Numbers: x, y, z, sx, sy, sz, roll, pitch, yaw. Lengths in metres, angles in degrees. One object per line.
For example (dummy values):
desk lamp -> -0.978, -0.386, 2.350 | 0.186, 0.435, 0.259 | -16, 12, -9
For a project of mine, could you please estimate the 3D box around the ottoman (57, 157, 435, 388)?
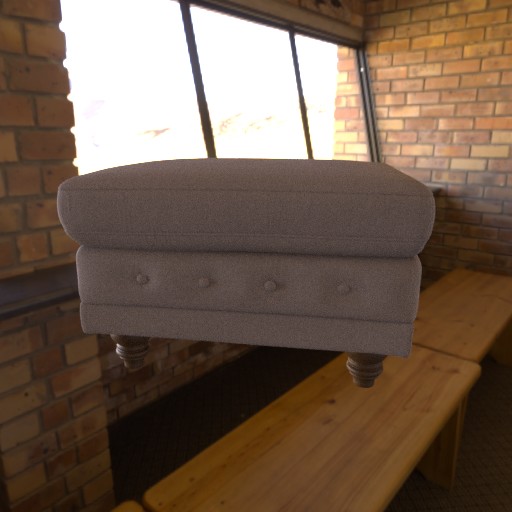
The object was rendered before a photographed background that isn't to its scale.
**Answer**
ottoman -> 0.000, 0.000, 1.172 | 0.771, 0.500, 0.569 | 2, 16, 8
